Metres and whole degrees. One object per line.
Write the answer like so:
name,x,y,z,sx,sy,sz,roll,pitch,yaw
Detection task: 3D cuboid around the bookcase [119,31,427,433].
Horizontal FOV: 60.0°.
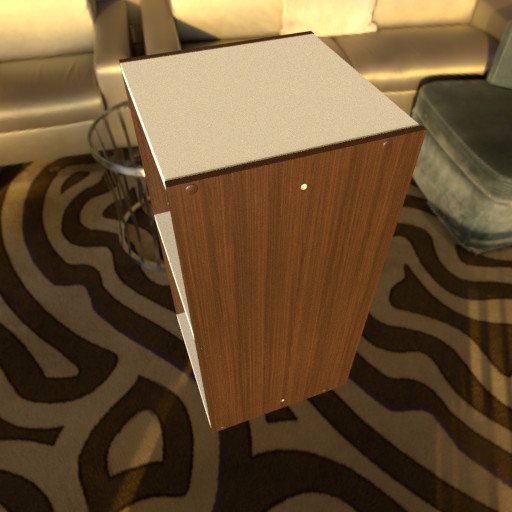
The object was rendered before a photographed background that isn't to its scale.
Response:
bookcase,0.000,0.000,0.766,0.290,0.600,0.300,-15,49,-14
